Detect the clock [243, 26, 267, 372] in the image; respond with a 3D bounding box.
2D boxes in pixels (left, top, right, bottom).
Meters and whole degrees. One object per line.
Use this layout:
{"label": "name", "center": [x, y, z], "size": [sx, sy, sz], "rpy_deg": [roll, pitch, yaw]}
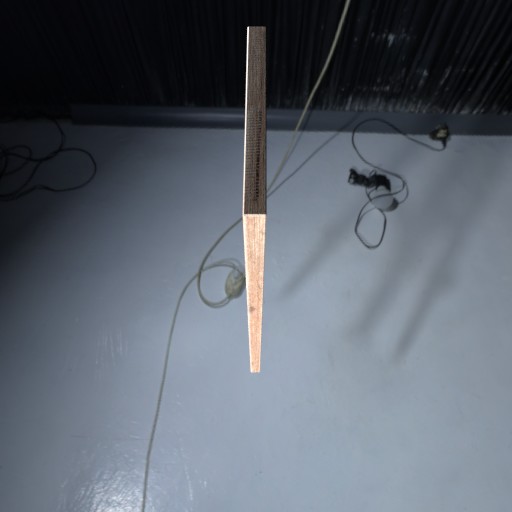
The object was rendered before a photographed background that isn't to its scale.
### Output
{"label": "clock", "center": [0.000, 0.000, 1.076], "size": [0.030, 0.965, 0.361], "rpy_deg": [0, 64, 0]}
